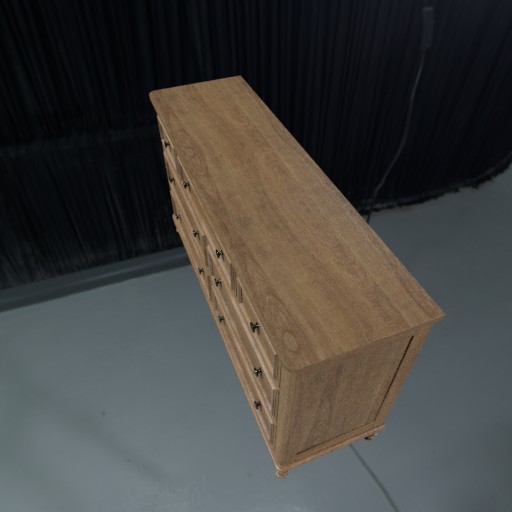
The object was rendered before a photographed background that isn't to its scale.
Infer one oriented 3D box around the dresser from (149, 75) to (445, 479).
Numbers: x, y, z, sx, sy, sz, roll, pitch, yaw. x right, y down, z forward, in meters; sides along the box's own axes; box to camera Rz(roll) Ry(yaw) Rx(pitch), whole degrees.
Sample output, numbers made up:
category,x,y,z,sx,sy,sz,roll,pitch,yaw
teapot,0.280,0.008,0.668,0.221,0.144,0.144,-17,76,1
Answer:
category,x,y,z,sx,sy,sz,roll,pitch,yaw
dresser,0.000,0.000,1.968,0.468,0.892,1.583,-16,48,-15
